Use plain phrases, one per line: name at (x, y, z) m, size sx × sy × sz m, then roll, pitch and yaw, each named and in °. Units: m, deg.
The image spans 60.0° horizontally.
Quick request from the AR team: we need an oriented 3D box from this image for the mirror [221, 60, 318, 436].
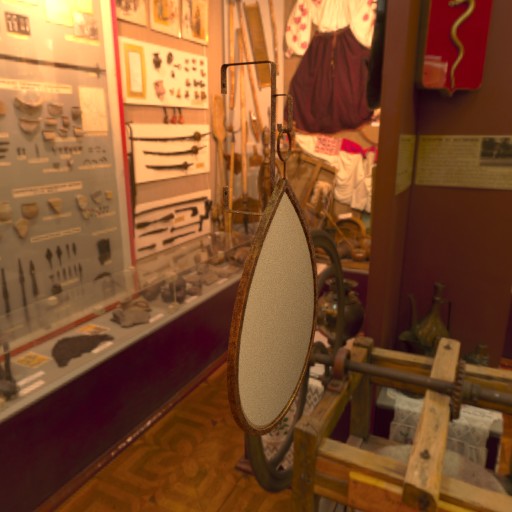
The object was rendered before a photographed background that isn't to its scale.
mirror at (0.000, 0.000, 0.921) m, size 0.144 × 0.744 × 0.405 m, roll 8°, pitch 18°, yaw 27°
